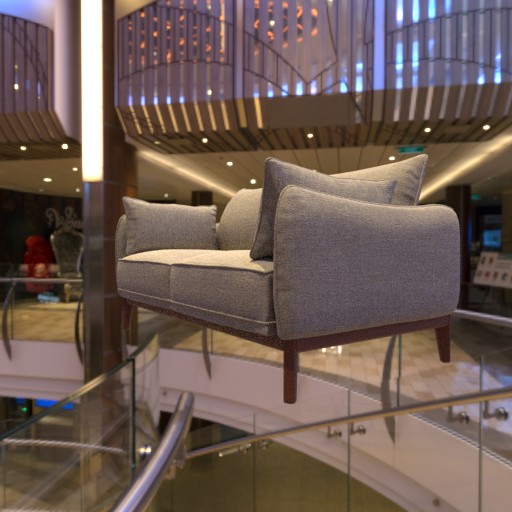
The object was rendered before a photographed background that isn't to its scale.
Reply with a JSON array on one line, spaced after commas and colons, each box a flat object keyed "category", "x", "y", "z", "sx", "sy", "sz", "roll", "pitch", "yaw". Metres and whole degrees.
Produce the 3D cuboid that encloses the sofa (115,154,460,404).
[{"category": "sofa", "x": 0.000, "y": 0.000, "z": 2.139, "sx": 0.972, "sy": 0.851, "sz": 1.580, "roll": -1, "pitch": 1, "yaw": -35}]
